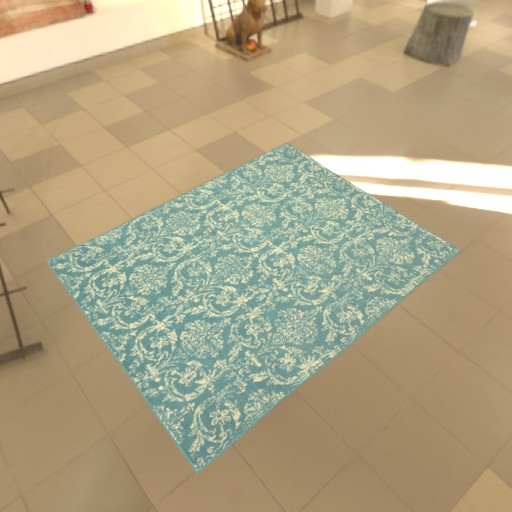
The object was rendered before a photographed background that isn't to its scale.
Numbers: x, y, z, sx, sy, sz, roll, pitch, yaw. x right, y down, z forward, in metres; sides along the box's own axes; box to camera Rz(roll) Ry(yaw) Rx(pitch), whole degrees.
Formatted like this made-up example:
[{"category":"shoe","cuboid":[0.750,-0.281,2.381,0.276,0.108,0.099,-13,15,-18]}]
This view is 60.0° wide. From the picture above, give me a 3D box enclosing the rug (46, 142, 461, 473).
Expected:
[{"category":"rug","cuboid":[0.000,0.000,4.048,2.980,0.012,2.363,-32,55,-26]}]
